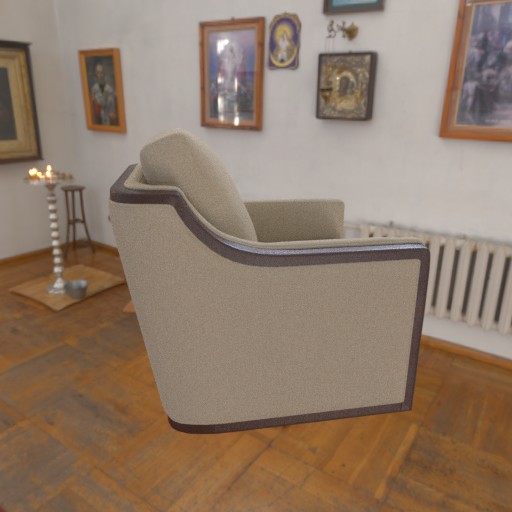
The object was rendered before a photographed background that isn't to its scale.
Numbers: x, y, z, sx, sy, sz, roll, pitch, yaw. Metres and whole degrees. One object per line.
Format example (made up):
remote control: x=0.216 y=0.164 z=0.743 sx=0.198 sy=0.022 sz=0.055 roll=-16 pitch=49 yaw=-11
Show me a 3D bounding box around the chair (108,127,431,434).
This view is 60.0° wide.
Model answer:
chair: x=0.000 y=0.000 z=1.684 sx=0.950 sy=0.930 sz=0.870 roll=-3 pitch=18 yaw=-10
